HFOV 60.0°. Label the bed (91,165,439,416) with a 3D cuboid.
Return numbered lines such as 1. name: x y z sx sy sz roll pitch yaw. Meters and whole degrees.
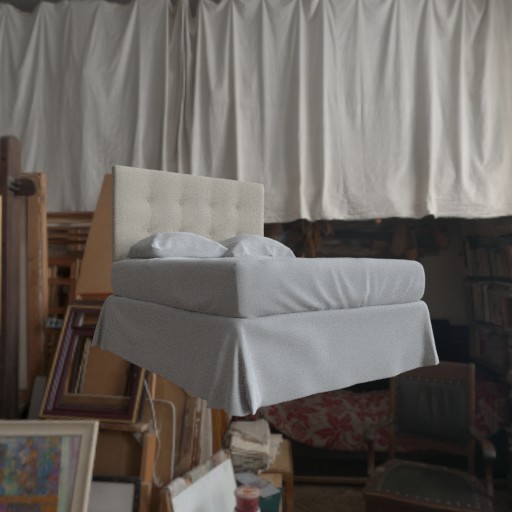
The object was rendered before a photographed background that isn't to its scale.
1. bed: 0.000 0.000 3.514 1.936 1.577 2.222 0 -1 -37
